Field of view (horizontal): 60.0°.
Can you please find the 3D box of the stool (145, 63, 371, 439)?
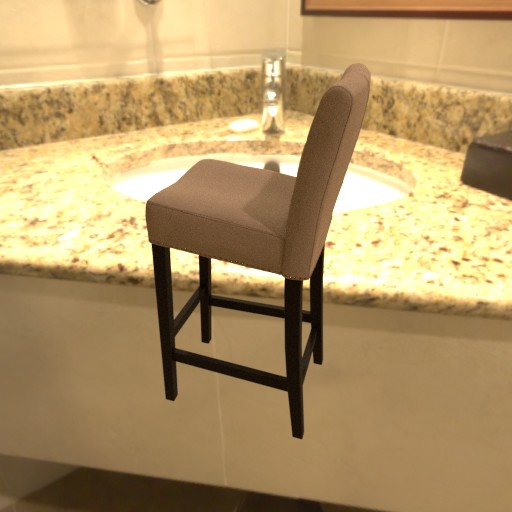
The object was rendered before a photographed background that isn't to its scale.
[{"bbox_3d":[0.000,0.000,1.331,0.548,1.047,0.411,9,31,15],"label":"stool"}]
